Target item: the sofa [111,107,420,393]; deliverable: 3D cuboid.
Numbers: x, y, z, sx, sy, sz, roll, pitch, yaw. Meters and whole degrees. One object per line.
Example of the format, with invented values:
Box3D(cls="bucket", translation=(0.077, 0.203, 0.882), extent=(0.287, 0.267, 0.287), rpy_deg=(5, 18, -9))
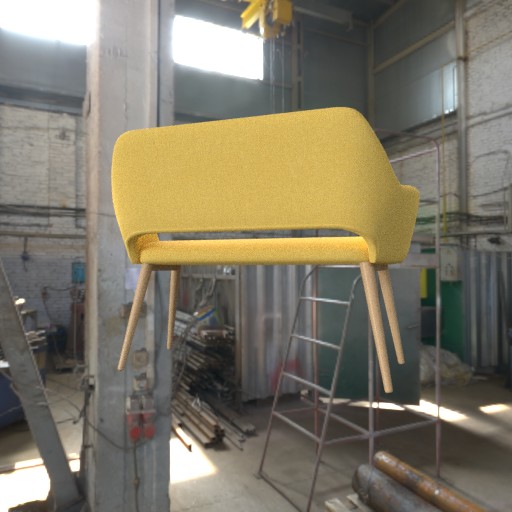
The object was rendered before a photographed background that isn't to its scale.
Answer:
Box3D(cls="sofa", translation=(0.000, 0.000, 1.646), extent=(1.150, 0.840, 0.610), rpy_deg=(-1, -2, 18))
